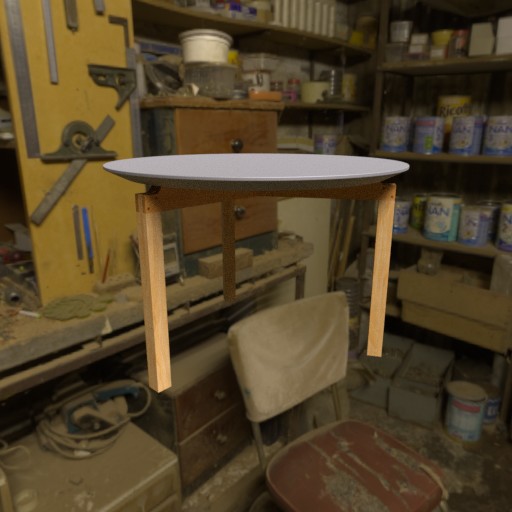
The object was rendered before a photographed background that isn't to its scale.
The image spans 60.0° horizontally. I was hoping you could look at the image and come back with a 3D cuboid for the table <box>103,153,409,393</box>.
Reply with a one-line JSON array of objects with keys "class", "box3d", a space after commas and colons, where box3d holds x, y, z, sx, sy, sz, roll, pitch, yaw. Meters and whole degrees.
[{"class": "table", "box3d": [0.000, 0.000, 0.970, 0.600, 0.405, 0.600, 0, 16, 0]}]
